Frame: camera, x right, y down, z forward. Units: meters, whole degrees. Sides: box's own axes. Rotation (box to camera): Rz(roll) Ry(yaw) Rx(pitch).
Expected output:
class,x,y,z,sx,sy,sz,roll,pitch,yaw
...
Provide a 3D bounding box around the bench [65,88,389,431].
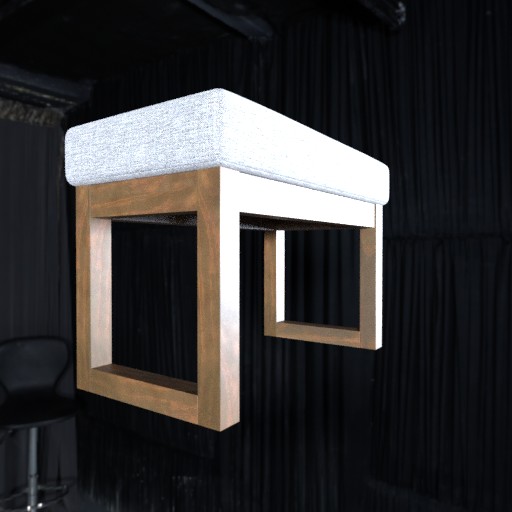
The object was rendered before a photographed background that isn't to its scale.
class,x,y,z,sx,sy,sz,roll,pitch,yaw
bench,0.000,0.000,0.957,0.366,0.467,0.681,1,1,35
